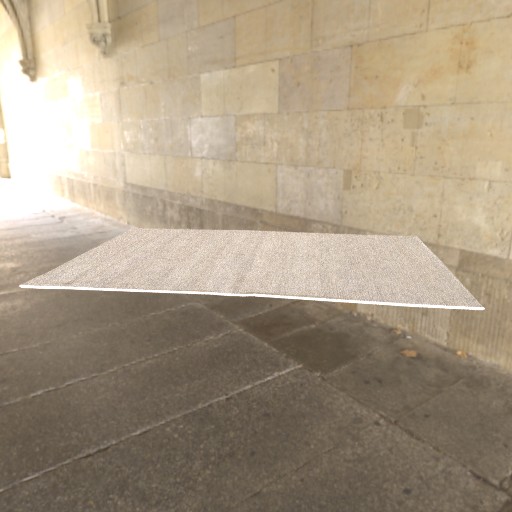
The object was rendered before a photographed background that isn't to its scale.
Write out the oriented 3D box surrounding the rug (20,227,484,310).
[{"bbox_3d":[0.000,0.000,2.261,1.820,0.022,1.179,2,15,8],"label":"rug"}]
